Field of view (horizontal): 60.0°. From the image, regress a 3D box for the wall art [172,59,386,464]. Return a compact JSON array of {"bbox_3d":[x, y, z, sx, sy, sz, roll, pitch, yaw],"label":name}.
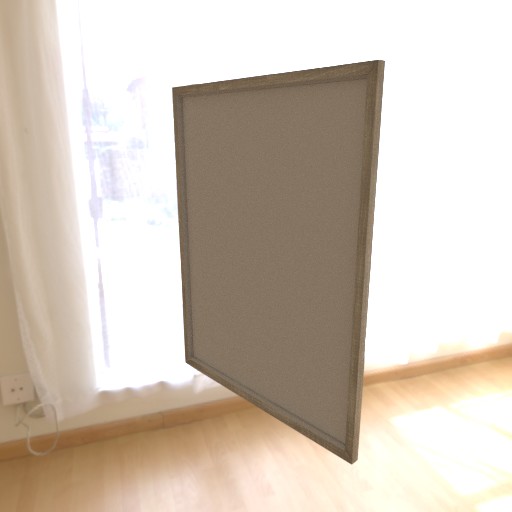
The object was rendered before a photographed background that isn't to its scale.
[{"bbox_3d":[0.000,0.000,1.353,0.035,1.022,0.781,-14,21,-42],"label":"wall art"}]
